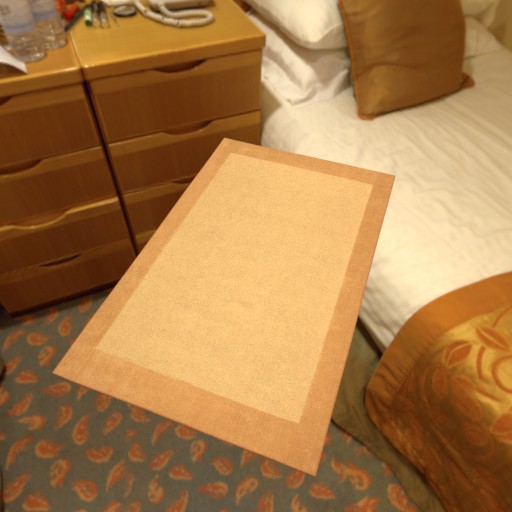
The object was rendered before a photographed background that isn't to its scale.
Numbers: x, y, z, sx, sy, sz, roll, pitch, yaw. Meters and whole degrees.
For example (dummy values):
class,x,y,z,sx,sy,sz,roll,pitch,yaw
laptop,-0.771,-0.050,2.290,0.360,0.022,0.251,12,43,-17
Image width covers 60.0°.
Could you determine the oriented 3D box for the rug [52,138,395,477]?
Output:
class,x,y,z,sx,sy,sz,roll,pitch,yaw
rug,0.000,0.000,3.050,1.524,0.014,2.438,16,51,13
